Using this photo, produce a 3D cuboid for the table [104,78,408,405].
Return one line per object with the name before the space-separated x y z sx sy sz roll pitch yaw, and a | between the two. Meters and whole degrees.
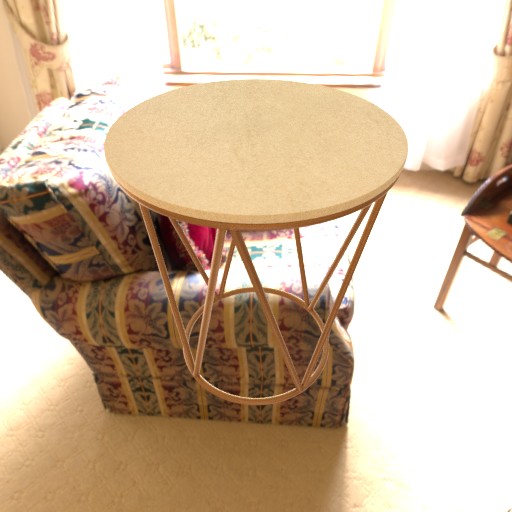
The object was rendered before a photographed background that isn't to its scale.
table | 0.000 0.000 0.935 0.500 0.564 0.500 0 41 0
